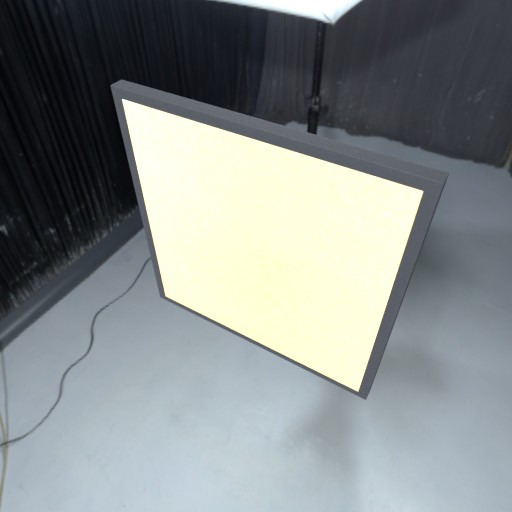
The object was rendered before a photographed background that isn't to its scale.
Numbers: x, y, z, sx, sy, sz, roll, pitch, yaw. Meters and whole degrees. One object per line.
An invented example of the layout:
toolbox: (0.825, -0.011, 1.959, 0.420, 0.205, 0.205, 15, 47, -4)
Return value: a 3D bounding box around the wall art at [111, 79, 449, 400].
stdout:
wall art: (0.000, 0.000, 1.167, 0.762, 0.760, 0.037, 23, 49, 21)
